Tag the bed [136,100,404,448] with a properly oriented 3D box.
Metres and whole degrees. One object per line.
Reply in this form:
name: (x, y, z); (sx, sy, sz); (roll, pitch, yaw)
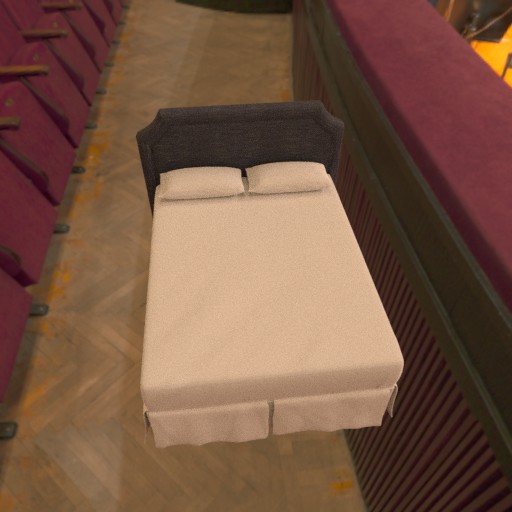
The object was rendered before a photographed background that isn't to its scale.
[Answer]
bed: (0.000, 0.000, 3.168); (1.693, 1.290, 2.116); (-5, 45, -5)
